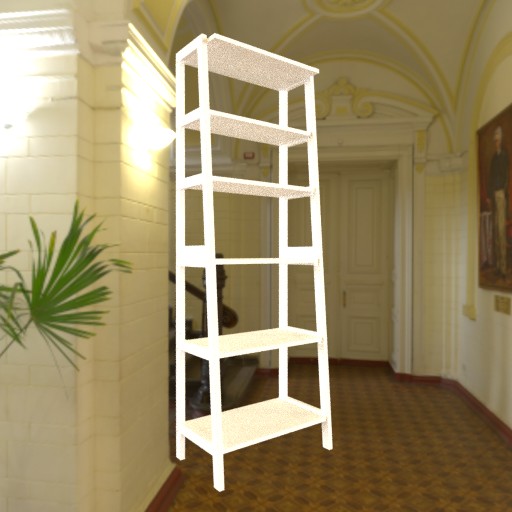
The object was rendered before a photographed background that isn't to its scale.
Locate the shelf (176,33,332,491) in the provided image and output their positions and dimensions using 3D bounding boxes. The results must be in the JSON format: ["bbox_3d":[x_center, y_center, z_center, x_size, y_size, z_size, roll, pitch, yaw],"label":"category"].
[{"bbox_3d":[0.000,0.000,2.125,0.660,1.892,0.381,0,0,-37],"label":"shelf"}]
